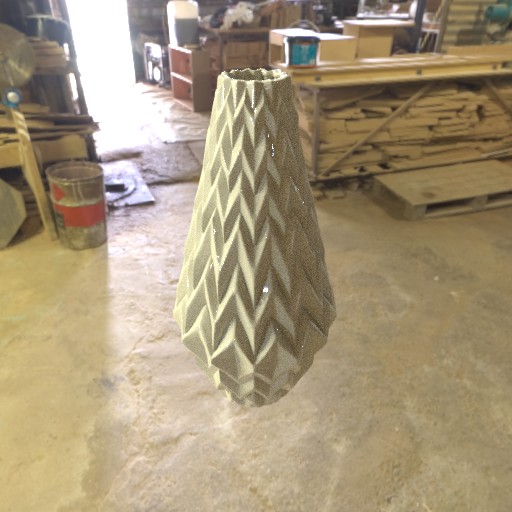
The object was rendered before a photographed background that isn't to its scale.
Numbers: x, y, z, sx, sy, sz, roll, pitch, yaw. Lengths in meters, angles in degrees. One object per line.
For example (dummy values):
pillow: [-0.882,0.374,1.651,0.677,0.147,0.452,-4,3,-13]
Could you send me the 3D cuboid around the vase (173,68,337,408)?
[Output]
vase: [0.000,0.000,0.426,0.167,0.328,0.167,0,32,0]
